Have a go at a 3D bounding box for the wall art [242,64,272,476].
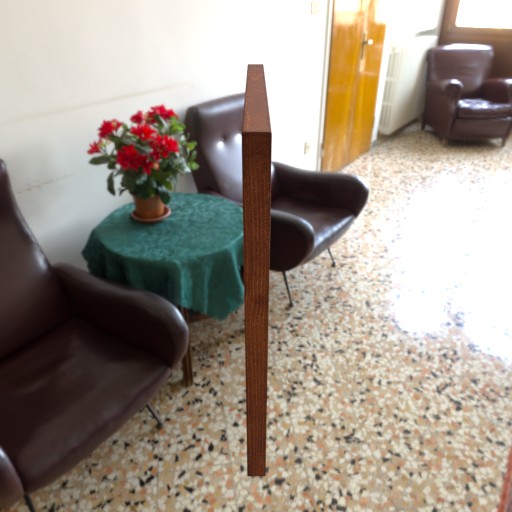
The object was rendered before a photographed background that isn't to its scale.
[{"bbox_3d":[0.000,0.000,0.773,0.030,0.558,0.462,0,31,0],"label":"wall art"}]
